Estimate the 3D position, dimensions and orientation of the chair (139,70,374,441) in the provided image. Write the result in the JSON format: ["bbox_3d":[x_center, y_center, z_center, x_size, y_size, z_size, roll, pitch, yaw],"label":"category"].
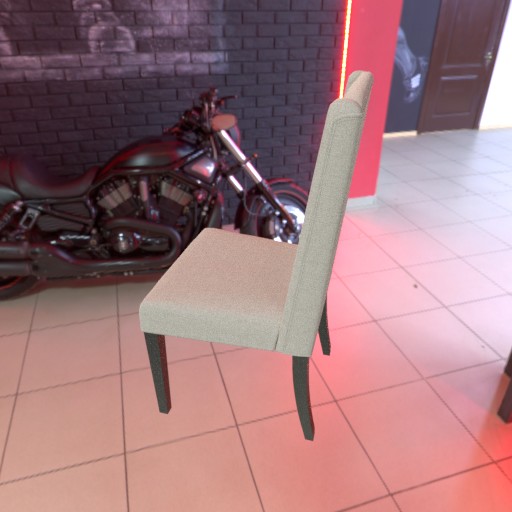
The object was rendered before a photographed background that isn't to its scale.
[{"bbox_3d":[0.000,0.000,1.269,0.523,0.961,0.474,8,31,13],"label":"chair"}]
